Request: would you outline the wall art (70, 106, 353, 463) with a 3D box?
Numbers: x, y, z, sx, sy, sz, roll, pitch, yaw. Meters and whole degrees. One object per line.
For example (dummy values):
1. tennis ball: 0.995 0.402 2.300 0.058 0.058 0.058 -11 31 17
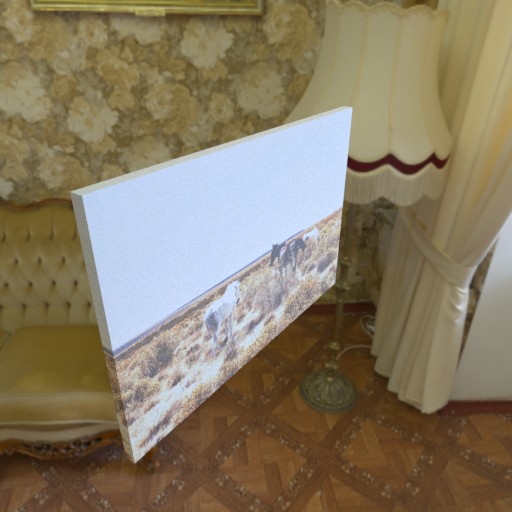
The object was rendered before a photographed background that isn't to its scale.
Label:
1. wall art: 0.000 0.000 1.893 0.051 1.016 1.520 20 34 32
